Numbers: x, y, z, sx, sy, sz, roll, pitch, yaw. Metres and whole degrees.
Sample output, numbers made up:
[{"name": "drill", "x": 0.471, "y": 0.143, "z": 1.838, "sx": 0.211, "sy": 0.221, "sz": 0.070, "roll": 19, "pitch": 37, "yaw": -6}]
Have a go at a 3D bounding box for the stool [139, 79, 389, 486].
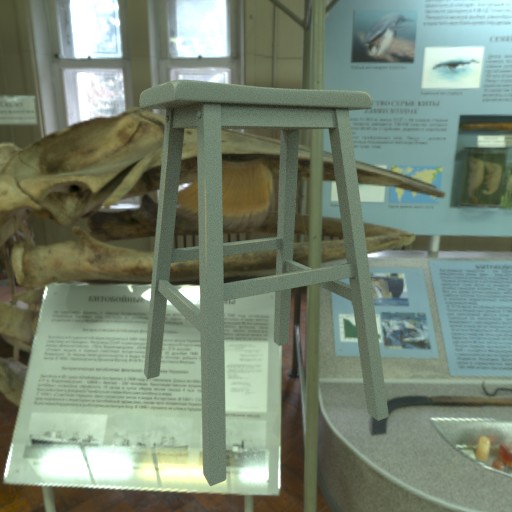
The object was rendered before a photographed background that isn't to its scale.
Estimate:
[{"name": "stool", "x": 0.000, "y": 0.000, "z": 1.053, "sx": 0.457, "sy": 0.737, "sz": 0.476, "roll": -8, "pitch": 17, "yaw": -27}]
